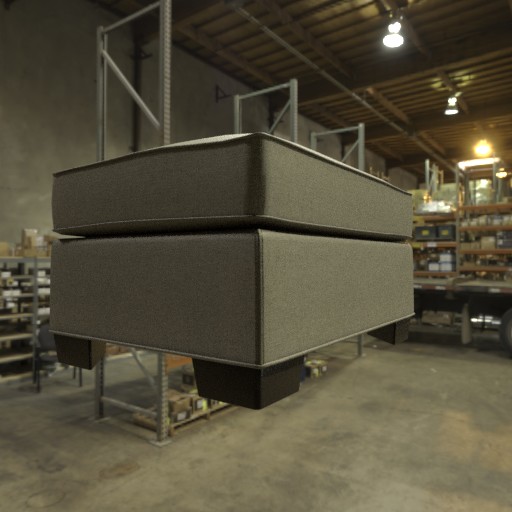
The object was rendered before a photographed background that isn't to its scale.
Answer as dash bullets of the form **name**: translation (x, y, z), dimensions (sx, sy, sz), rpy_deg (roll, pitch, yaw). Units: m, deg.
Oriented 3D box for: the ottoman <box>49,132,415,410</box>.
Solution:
- **ottoman**: translation (0.000, 0.000, 1.203), dimensions (0.619, 0.504, 0.843), rpy_deg (0, -1, 35)
